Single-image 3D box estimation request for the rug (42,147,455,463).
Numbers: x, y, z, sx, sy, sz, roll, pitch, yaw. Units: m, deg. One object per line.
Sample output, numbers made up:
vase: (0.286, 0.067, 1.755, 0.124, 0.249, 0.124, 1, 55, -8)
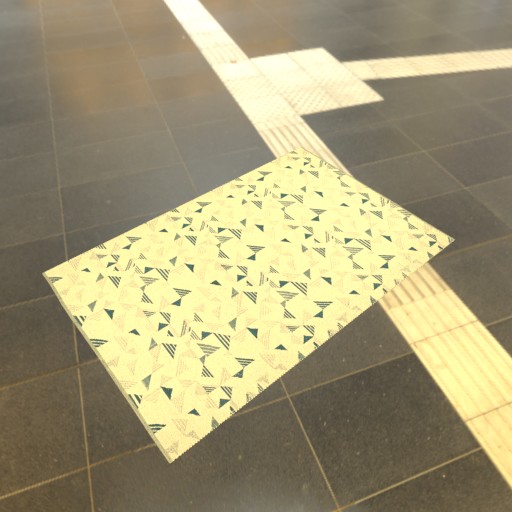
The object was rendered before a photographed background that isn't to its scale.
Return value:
rug: (0.000, 0.000, 2.335, 1.835, 0.003, 1.206, -31, 53, -26)
